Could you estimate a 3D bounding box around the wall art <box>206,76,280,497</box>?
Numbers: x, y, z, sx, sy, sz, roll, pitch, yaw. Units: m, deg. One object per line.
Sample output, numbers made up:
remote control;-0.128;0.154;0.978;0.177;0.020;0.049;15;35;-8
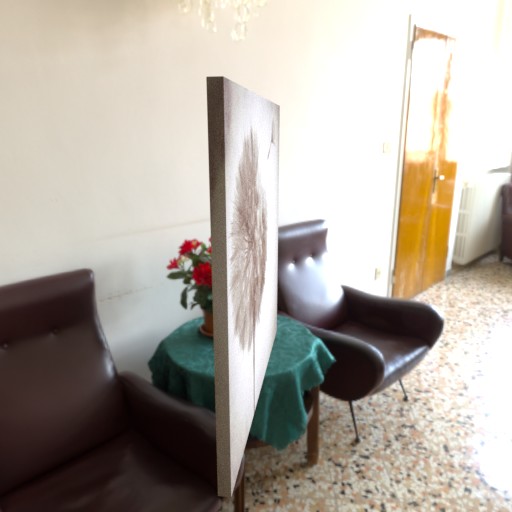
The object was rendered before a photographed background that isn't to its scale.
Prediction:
wall art;0.000;0.000;1.121;0.027;0.762;0.762;2;16;9
